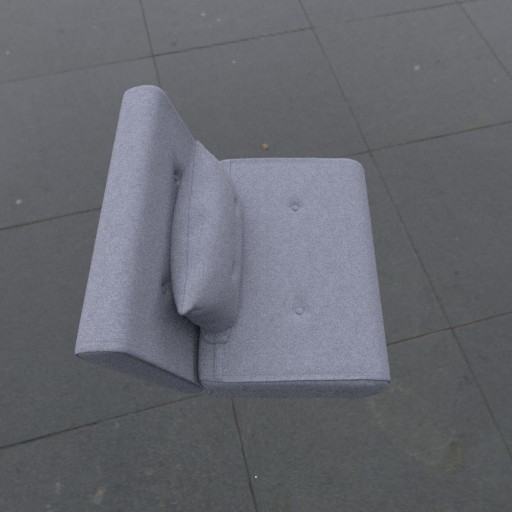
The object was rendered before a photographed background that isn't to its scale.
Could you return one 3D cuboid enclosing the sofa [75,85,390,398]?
[{"bbox_3d":[0.000,0.000,1.762,1.000,0.825,1.020,0,64,0],"label":"sofa"}]
